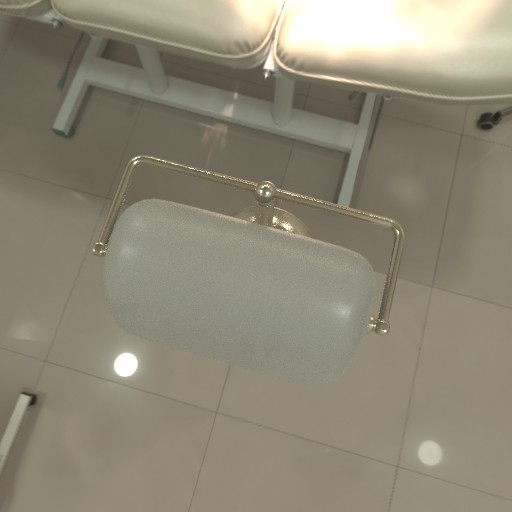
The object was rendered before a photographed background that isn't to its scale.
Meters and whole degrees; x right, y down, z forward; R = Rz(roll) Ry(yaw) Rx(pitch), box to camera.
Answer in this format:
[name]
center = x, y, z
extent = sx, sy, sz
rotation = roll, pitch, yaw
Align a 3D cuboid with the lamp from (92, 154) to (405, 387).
[lamp]
center = 0.000, 0.000, 0.508
extent = 0.264, 0.339, 0.243
rotation = 15, 77, 3
